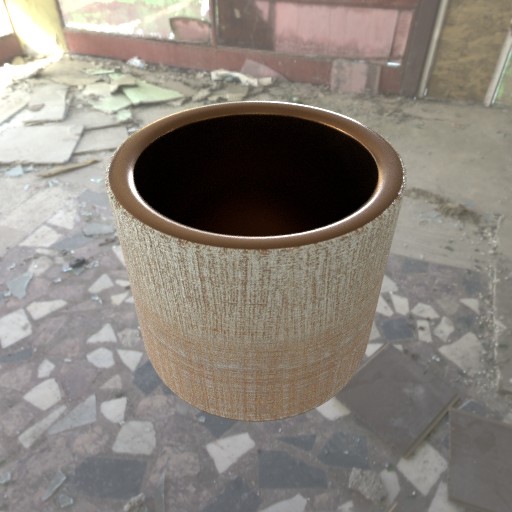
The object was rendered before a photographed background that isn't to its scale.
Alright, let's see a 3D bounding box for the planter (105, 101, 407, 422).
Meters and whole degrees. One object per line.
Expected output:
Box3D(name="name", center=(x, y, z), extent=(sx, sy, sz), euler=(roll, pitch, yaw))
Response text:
Box3D(name="planter", center=(0.000, 0.000, 0.192), extent=(0.109, 0.096, 0.109), euler=(0, 41, 0))
